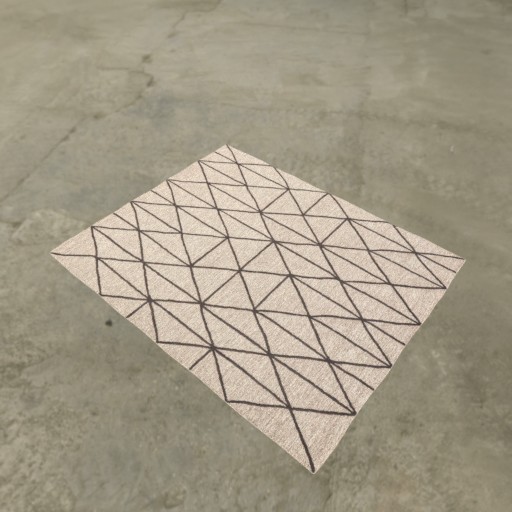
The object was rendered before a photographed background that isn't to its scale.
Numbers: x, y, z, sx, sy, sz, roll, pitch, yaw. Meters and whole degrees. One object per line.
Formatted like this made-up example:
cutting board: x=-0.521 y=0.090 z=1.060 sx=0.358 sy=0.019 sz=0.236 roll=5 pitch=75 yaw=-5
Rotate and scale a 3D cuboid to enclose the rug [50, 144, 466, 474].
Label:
rug: x=0.000 y=0.000 z=4.134 sx=3.061 sy=0.022 sz=2.468 roll=31 pitch=54 yaw=27
